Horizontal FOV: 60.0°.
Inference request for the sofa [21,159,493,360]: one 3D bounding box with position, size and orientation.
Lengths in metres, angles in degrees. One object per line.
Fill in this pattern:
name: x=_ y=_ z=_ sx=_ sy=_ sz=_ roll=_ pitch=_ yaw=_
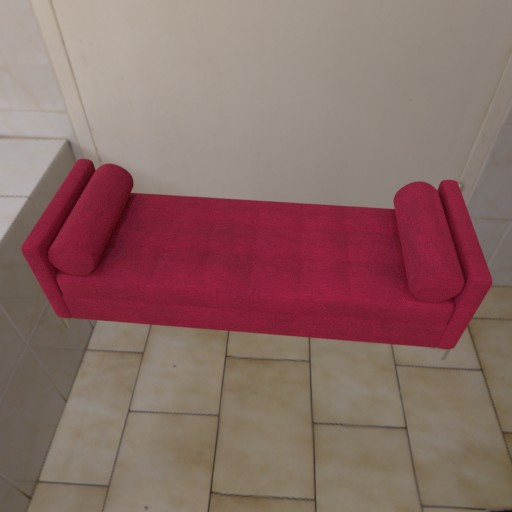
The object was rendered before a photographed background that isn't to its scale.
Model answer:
sofa: x=0.000 y=0.000 z=2.283 sx=1.981 sy=0.635 sz=0.686 roll=4 pitch=47 yaw=4
